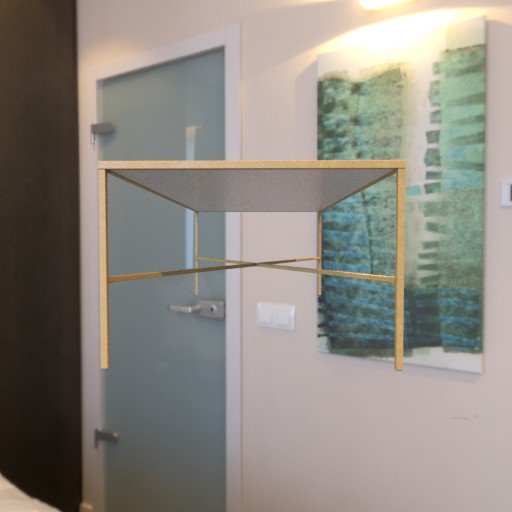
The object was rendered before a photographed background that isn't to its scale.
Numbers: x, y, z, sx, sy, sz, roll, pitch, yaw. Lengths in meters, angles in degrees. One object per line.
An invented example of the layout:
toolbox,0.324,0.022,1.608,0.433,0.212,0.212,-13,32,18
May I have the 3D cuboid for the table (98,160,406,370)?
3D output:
table,0.000,0.000,1.443,0.580,0.398,1.206,0,2,1
